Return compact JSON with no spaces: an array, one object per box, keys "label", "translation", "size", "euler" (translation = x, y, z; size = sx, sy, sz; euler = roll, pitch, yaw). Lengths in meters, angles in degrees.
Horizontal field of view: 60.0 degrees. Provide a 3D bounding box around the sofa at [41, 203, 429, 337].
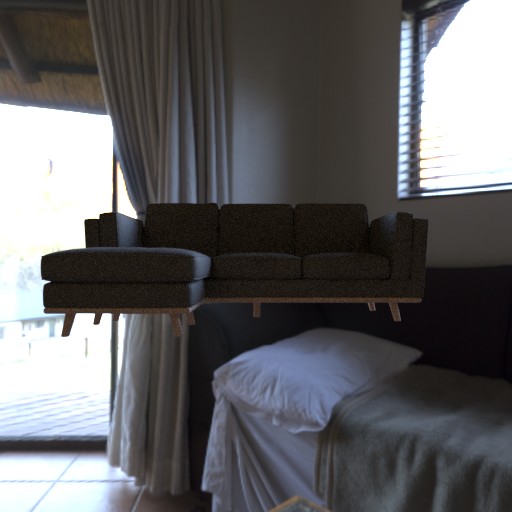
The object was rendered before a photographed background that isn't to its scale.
[{"label":"sofa","translation":[0.000,0.000,3.162],"size":[2.411,0.929,1.604],"euler":[0,-1,0]}]
